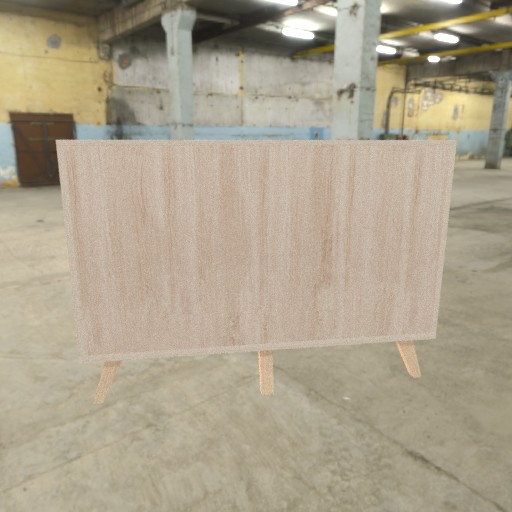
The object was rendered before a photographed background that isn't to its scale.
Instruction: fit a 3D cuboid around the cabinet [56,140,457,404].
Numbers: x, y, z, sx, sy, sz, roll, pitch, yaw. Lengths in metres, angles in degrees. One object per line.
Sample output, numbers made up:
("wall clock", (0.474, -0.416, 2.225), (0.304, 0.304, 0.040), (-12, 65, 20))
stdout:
("cabinet", (0.000, 0.000, 1.548), (1.110, 0.780, 0.500), (-2, 14, -8))
